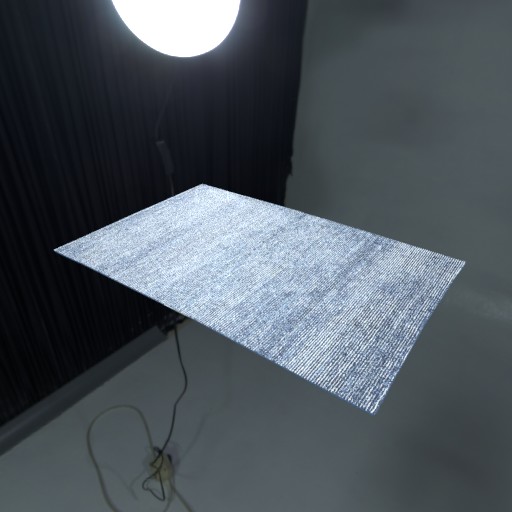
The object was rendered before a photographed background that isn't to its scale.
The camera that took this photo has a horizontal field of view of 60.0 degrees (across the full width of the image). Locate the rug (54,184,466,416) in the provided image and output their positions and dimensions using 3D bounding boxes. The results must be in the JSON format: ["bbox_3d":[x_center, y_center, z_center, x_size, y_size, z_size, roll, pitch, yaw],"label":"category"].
[{"bbox_3d":[0.000,0.000,2.277,1.793,0.025,1.159,21,37,31],"label":"rug"}]
